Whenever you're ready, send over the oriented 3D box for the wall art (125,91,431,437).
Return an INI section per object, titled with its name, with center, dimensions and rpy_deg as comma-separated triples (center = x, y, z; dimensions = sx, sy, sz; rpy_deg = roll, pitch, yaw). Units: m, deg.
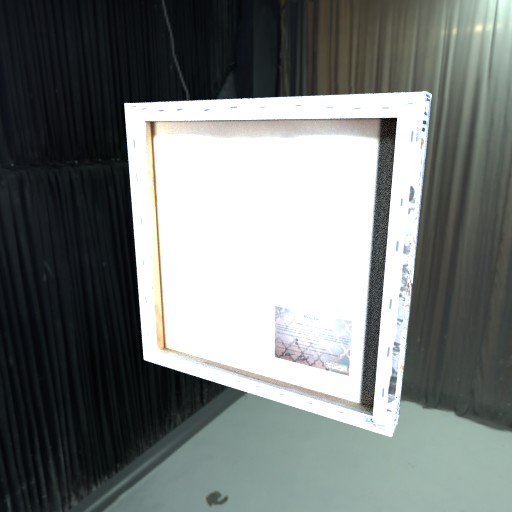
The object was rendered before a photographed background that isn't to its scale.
[wall art]
center = 0.000, 0.000, 0.612
dimensions = 0.411, 0.410, 0.038
rpy_deg = 8, 18, 28
